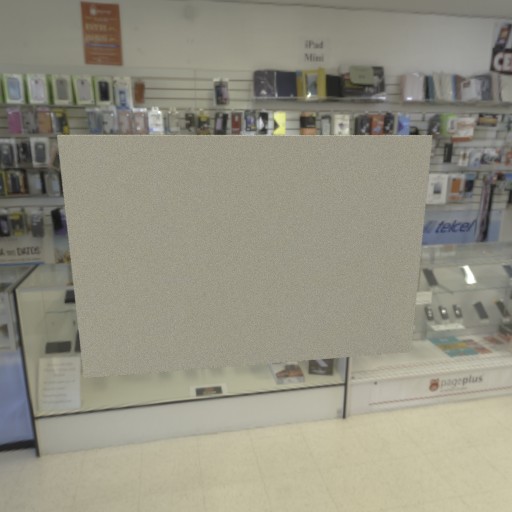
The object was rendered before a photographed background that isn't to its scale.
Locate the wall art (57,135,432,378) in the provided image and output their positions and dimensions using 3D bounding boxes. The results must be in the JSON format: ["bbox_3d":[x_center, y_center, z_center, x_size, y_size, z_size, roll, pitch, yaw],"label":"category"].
[{"bbox_3d":[0.000,0.000,1.143,0.898,0.601,0.038,-2,15,-9],"label":"wall art"}]
